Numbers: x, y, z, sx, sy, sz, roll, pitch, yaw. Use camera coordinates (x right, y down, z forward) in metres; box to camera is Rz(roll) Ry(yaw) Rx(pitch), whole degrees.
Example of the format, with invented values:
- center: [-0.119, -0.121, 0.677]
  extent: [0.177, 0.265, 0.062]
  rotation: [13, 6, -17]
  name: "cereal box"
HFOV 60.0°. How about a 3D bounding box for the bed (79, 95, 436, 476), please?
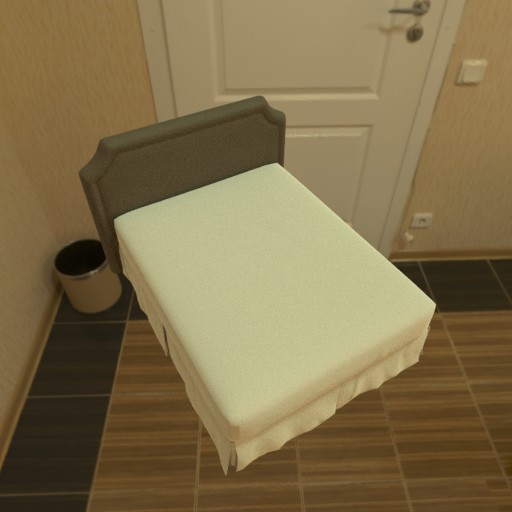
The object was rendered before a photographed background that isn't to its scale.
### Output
- center: [0.000, 0.000, 3.284]
  extent: [1.831, 1.297, 2.181]
  rotation: [-23, 50, -21]
  name: "bed"
